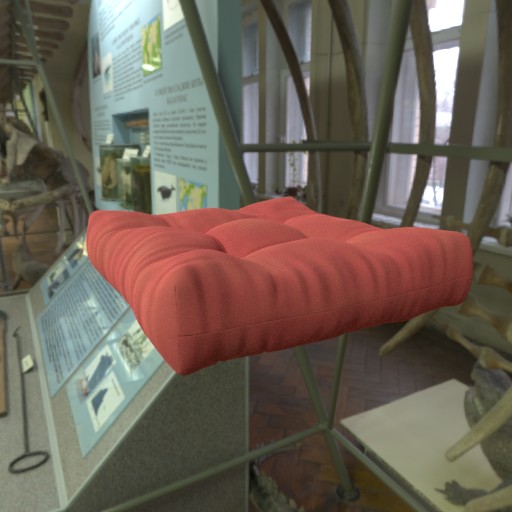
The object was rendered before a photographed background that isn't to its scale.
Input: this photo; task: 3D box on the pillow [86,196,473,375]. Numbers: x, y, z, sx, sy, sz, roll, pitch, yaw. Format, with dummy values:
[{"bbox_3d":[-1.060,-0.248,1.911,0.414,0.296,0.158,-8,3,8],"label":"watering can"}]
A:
[{"bbox_3d":[0.000,0.000,0.727,0.468,0.128,0.490,-8,17,-28],"label":"pillow"}]
